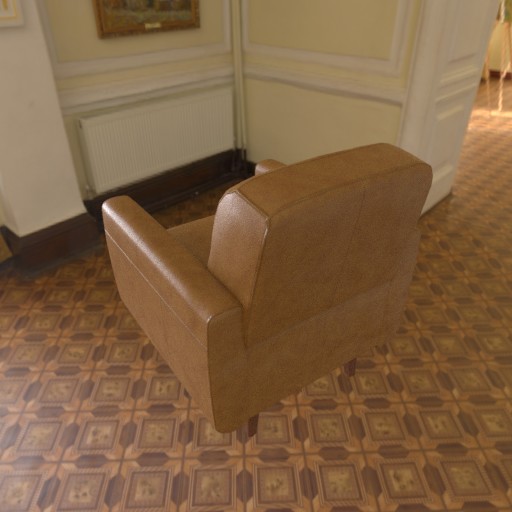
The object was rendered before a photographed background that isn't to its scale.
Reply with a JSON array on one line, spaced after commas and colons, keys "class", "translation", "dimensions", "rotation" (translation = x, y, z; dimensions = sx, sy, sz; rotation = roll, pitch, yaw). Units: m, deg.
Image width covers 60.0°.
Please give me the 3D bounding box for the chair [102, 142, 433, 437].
[{"class": "chair", "translation": [0.000, 0.000, 1.652], "dimensions": [0.845, 0.968, 0.942], "rotation": [-20, 38, -28]}]
